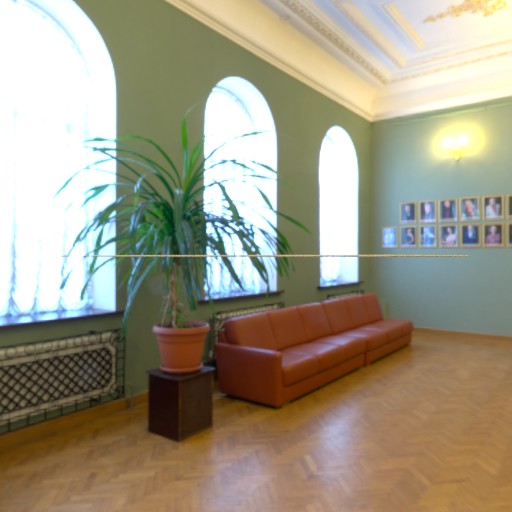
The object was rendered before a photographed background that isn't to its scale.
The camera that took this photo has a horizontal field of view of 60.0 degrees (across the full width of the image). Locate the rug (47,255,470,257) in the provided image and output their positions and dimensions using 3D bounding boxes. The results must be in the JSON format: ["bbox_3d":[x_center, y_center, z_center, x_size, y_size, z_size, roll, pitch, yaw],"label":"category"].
[{"bbox_3d":[0.000,0.000,2.854,2.284,0.008,1.522,0,0,35],"label":"rug"}]
